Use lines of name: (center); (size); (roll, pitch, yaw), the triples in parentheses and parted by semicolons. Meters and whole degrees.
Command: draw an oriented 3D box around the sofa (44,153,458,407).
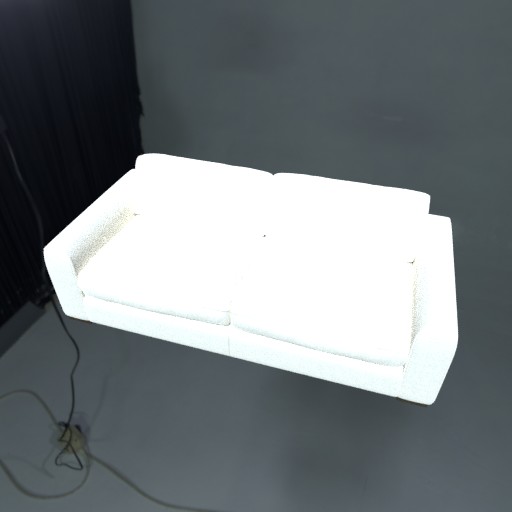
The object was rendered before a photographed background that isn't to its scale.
sofa: (0.000, 0.000, 2.724); (2.262, 0.801, 1.070); (11, 40, 13)
